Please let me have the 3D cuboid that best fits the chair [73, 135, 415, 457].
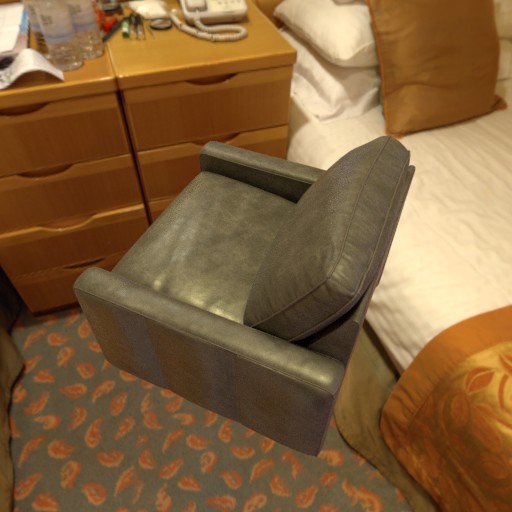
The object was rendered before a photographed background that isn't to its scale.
[{"bbox_3d":[0.000,0.000,1.743,0.939,0.916,1.006,18,50,16],"label":"chair"}]
